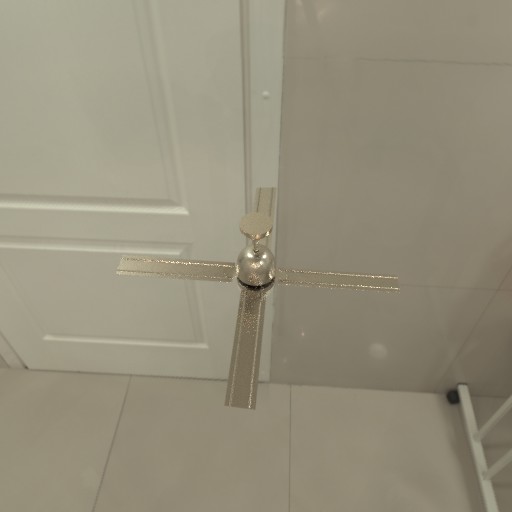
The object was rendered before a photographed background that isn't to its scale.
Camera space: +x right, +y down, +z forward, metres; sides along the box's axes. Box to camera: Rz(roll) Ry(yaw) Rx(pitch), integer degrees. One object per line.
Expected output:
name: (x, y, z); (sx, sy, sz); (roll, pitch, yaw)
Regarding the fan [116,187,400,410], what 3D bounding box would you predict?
fan: (0.000, 0.000, 2.036); (1.346, 0.406, 1.346); (3, 46, 3)
